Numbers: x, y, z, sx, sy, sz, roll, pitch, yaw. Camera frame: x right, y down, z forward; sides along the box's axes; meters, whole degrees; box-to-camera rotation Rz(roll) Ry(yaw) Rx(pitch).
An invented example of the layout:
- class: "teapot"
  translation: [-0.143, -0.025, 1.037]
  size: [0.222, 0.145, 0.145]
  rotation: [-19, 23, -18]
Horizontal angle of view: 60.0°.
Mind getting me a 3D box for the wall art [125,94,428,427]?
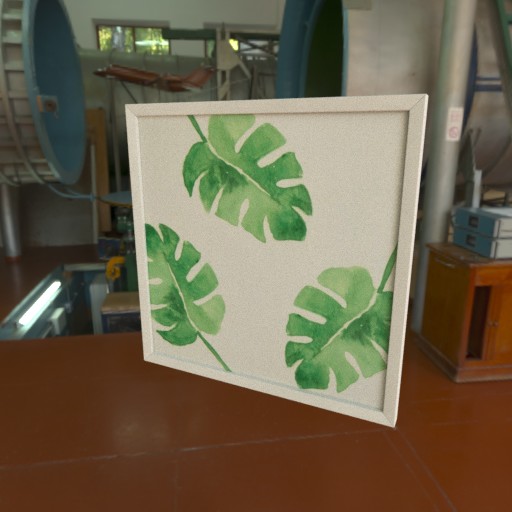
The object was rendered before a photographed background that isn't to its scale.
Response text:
- class: "wall art"
  translation: [0.000, 0.000, 1.148]
  size: [0.762, 0.762, 0.040]
  rotation: [7, 17, 25]
